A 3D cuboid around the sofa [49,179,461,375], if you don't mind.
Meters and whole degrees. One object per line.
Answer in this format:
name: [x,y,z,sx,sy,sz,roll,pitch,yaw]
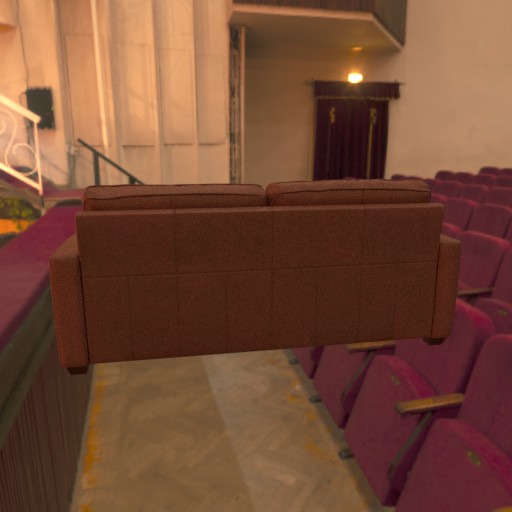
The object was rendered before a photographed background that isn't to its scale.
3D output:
sofa: [0.000,0.000,2.605,2.080,0.919,0.940,-2,14,-10]
